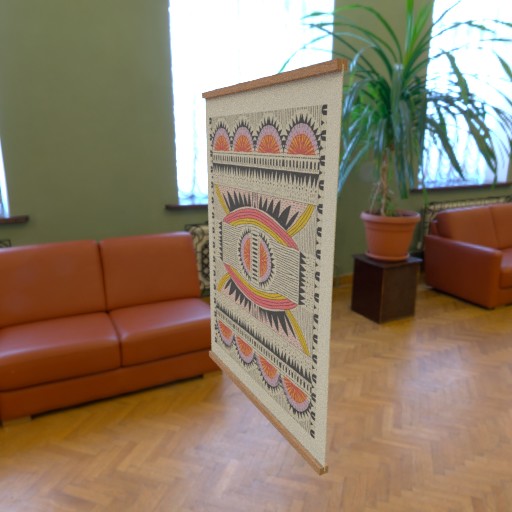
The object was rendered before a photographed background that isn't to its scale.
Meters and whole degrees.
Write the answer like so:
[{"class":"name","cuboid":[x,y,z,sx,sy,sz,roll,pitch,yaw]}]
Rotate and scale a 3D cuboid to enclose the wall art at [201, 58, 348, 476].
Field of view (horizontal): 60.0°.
[{"class":"wall art","cuboid":[0.000,0.000,1.367,0.028,1.016,0.765,-8,16,-27]}]
